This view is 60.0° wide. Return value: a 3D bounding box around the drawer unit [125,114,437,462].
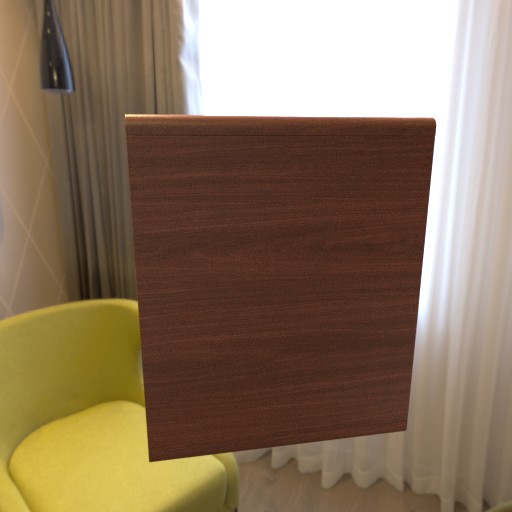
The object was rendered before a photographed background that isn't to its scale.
[{"bbox_3d":[0.000,0.000,0.610,0.290,0.351,0.349,-3,15,-10],"label":"drawer unit"}]
